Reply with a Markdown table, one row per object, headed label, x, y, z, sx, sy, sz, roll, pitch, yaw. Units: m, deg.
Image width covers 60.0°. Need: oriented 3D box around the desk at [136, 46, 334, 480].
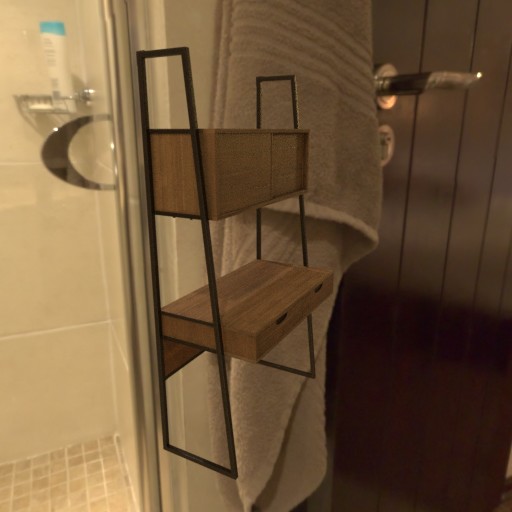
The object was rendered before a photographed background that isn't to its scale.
| label | x | y | z | sx | sy | sz | roll | pitch | yaw |
| --- | --- | --- | --- | --- | --- | --- | --- | --- | --- |
| desk | 0.000 | 0.000 | 2.237 | 0.515 | 1.809 | 0.982 | 8 | 18 | 28 |
